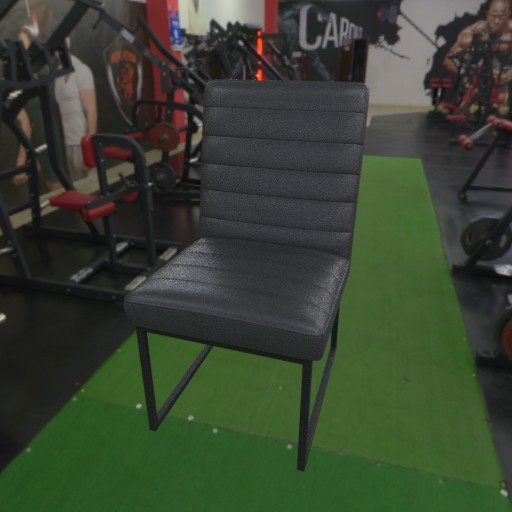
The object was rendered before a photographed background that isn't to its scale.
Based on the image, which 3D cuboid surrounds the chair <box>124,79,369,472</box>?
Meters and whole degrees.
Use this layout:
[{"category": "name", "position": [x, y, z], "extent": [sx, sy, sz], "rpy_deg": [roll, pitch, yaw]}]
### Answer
[{"category": "chair", "position": [0.000, 0.000, 1.298], "extent": [0.520, 0.930, 0.634], "rpy_deg": [8, 26, 16]}]
